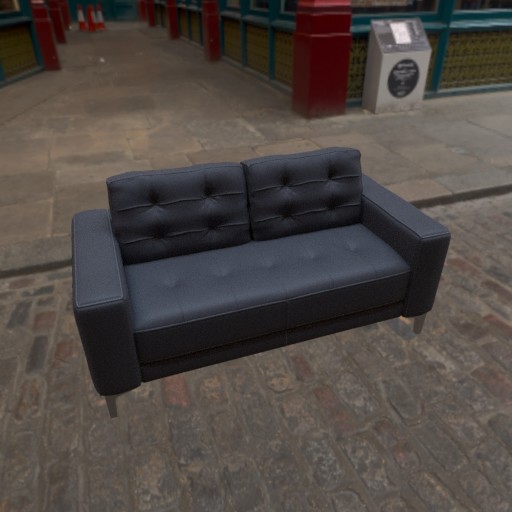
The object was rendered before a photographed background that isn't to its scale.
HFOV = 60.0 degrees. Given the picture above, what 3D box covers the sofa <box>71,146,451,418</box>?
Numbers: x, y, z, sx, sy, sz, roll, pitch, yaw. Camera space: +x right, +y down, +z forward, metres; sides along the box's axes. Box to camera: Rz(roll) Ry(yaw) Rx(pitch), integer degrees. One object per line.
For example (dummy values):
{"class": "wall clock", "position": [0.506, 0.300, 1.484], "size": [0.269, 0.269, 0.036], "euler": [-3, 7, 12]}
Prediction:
{"class": "sofa", "position": [0.000, 0.000, 2.267], "size": [1.726, 0.893, 0.833], "euler": [-11, 33, -17]}
